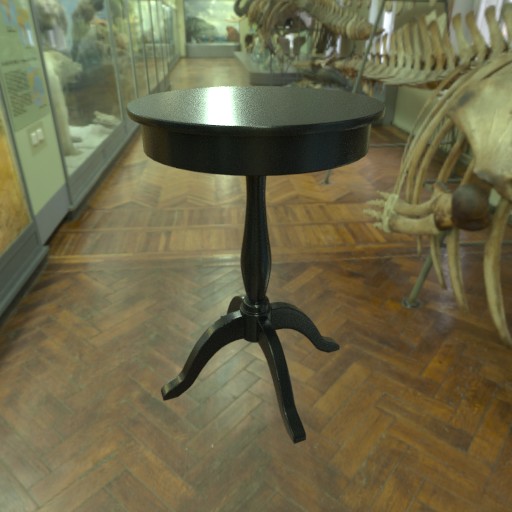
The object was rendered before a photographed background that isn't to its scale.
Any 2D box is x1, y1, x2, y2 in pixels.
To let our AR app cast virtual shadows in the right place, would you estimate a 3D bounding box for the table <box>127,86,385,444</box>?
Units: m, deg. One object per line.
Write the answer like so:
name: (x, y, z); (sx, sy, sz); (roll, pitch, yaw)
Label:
table: (0.000, 0.000, 0.994); (0.481, 0.665, 0.481); (0, 27, 0)
